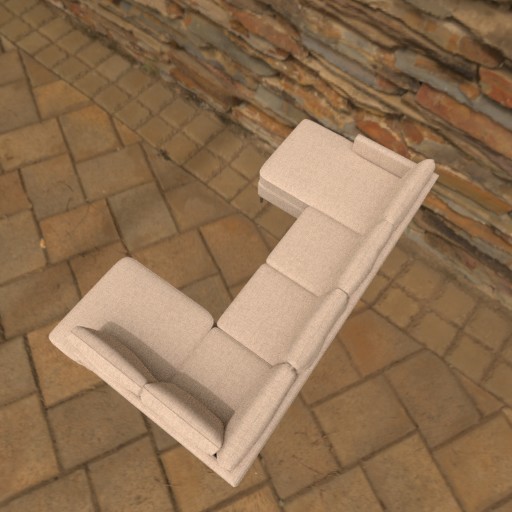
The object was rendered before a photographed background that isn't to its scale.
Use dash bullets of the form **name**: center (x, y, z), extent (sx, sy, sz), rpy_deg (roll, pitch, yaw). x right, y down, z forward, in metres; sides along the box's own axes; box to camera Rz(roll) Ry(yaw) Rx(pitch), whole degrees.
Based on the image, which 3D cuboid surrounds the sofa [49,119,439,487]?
- **sofa**: center (0.000, 0.000, 4.208), extent (2.021, 0.996, 3.423), rpy_deg (33, 68, 15)
